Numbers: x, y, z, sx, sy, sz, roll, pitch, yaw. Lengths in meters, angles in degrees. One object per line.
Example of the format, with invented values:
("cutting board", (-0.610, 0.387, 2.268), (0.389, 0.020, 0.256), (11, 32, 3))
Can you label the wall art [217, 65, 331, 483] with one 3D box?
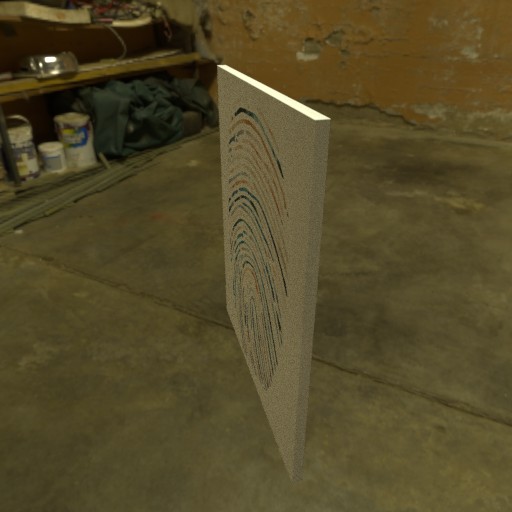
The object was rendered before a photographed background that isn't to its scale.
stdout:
("wall art", (0.000, 0.000, 0.969), (0.021, 0.710, 0.609), (-8, 30, -14))
